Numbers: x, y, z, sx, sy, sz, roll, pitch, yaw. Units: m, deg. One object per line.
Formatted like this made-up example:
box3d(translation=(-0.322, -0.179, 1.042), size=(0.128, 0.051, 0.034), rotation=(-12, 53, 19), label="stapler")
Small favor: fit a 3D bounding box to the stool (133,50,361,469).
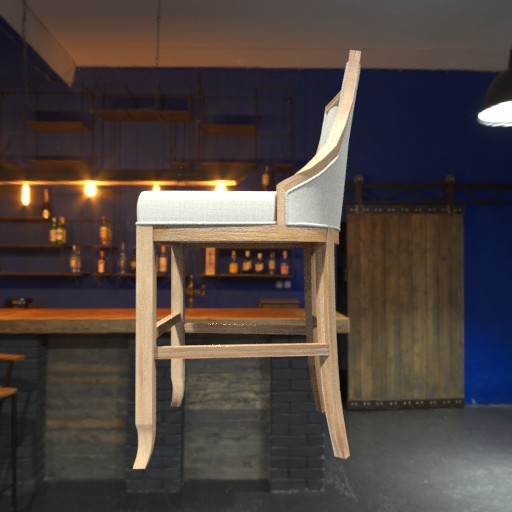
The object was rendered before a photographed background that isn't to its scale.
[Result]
box3d(translation=(0.000, 0.000, 1.399), size=(0.626, 1.101, 0.524), rotation=(0, -1, 0), label="stool")
